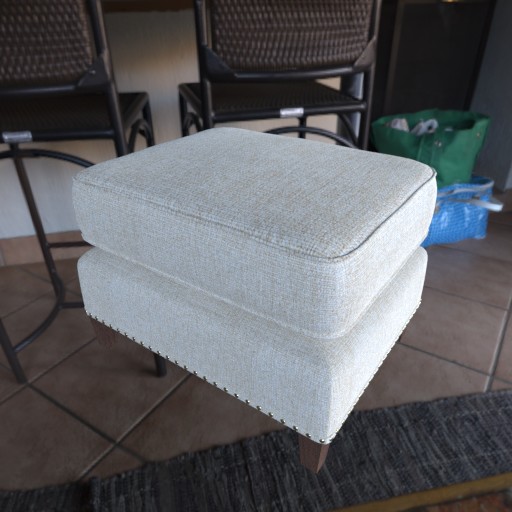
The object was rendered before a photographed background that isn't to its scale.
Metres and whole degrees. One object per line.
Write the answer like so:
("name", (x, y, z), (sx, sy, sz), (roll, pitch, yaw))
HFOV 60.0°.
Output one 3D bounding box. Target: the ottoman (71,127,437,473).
("ottoman", (0.000, 0.000, 1.137), (0.738, 0.537, 0.589), (19, 35, 30))
